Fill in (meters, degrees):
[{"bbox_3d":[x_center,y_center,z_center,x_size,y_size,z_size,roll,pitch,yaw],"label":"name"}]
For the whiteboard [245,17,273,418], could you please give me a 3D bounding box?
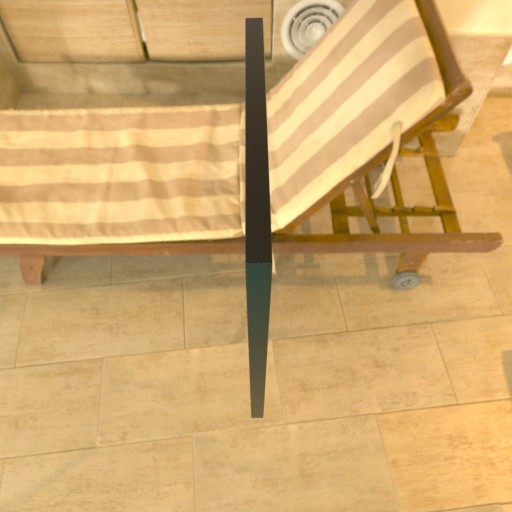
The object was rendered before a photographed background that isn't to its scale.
[{"bbox_3d":[0.000,0.000,0.770,0.026,0.611,0.406,-1,57,0],"label":"whiteboard"}]
